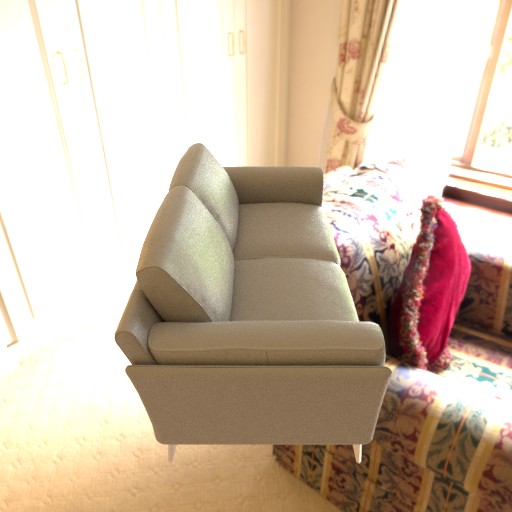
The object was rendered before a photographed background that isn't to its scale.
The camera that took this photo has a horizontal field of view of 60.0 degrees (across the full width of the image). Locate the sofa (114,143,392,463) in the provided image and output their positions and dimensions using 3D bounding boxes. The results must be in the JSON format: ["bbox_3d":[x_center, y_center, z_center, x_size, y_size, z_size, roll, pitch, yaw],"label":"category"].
[{"bbox_3d":[0.000,0.000,2.609,1.049,0.930,2.101,0,31,0],"label":"sofa"}]
